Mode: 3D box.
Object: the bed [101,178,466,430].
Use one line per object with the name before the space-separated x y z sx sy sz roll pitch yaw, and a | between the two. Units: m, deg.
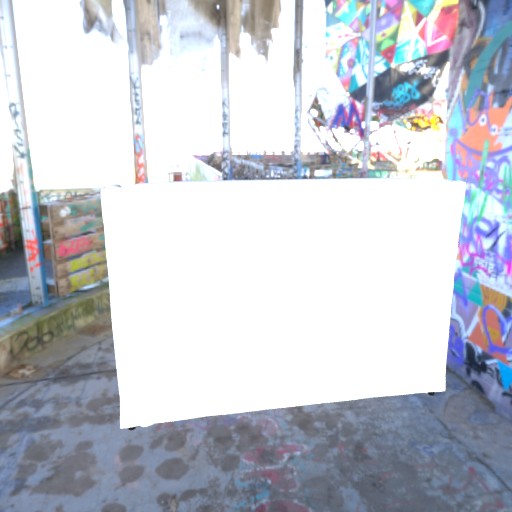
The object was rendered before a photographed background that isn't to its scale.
bed | 0.000 0.000 3.449 1.925 1.332 2.276 -3 14 -11
